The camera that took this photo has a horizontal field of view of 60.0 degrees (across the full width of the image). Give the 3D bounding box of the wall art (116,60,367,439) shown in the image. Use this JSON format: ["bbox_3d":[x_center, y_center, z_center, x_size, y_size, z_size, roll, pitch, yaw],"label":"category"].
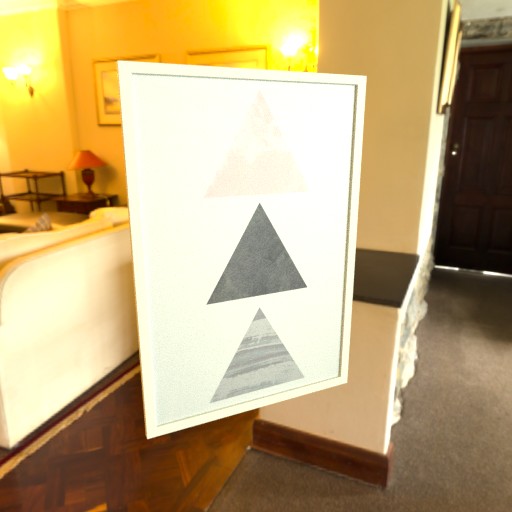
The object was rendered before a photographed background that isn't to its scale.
[{"bbox_3d":[0.000,0.000,0.840,0.456,0.656,0.013,-7,17,-24],"label":"wall art"}]
